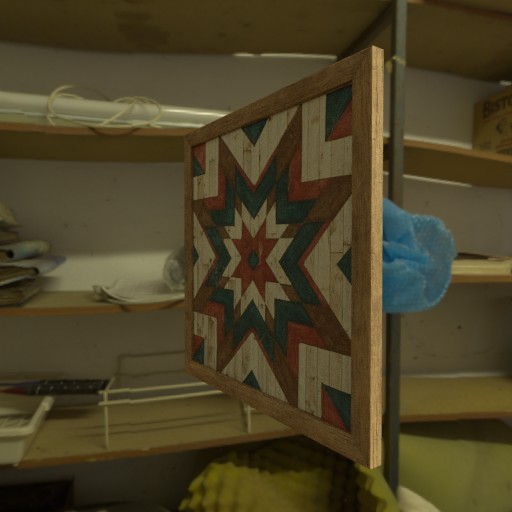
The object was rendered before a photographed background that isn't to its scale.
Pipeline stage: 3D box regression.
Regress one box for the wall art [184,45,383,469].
[{"bbox_3d":[0.000,0.000,1.014,0.029,0.691,0.695,-1,1,-35],"label":"wall art"}]
